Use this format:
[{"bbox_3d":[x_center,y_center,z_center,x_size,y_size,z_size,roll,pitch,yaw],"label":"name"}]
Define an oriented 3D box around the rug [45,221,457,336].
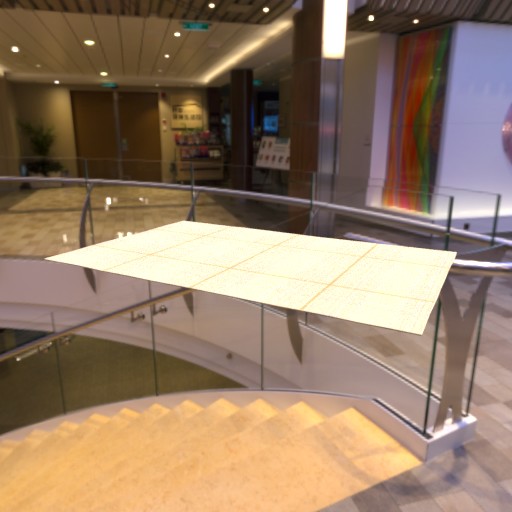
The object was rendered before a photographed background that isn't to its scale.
[{"bbox_3d":[0.000,0.000,3.087,2.442,0.016,1.527,8,18,28],"label":"rug"}]
